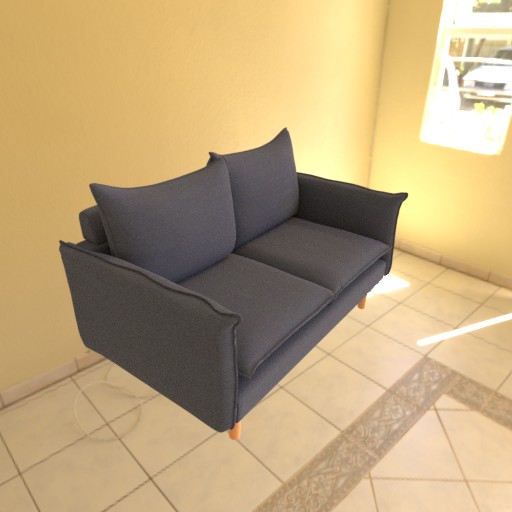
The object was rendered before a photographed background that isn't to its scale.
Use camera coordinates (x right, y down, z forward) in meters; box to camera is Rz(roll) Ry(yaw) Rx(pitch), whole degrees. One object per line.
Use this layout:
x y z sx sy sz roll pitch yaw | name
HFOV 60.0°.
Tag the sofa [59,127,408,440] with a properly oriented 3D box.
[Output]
0.000 0.000 1.895 0.820 0.840 1.300 19 33 33 | sofa
